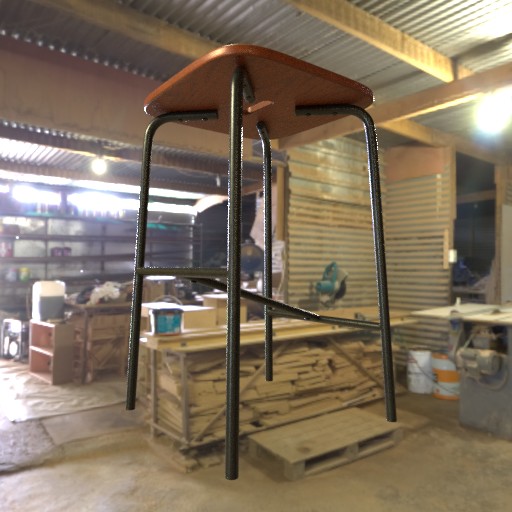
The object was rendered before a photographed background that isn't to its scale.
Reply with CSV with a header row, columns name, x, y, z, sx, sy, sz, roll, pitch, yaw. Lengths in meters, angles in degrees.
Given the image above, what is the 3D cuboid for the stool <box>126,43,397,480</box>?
name,x,y,z,sx,sy,sz,roll,pitch,yaw
stool,0.000,0.000,0.858,0.376,0.610,0.376,1,-1,-38
